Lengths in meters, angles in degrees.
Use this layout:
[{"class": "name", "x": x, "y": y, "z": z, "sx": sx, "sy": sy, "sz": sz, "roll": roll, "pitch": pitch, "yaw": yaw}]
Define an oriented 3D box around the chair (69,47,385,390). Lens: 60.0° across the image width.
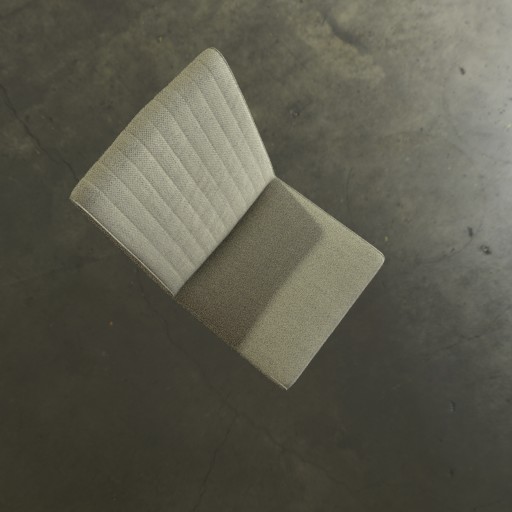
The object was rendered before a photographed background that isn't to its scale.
[{"class": "chair", "x": 0.000, "y": 0.000, "z": 1.246, "sx": 0.594, "sy": 0.900, "sz": 0.480, "roll": 38, "pitch": 80, "yaw": 8}]
